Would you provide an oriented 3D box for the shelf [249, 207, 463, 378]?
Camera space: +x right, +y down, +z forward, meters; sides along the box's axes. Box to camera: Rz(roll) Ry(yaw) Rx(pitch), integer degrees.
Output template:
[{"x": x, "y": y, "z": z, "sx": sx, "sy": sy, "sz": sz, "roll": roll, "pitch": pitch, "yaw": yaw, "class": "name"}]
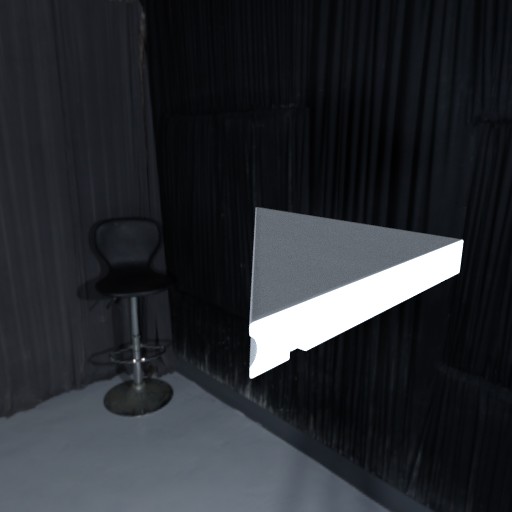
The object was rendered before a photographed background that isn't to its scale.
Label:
[{"x": 0.000, "y": 0.000, "z": 0.451, "sx": 0.296, "sy": 0.035, "sz": 0.296, "roll": -15, "pitch": 21, "yaw": -43, "class": "shelf"}]
